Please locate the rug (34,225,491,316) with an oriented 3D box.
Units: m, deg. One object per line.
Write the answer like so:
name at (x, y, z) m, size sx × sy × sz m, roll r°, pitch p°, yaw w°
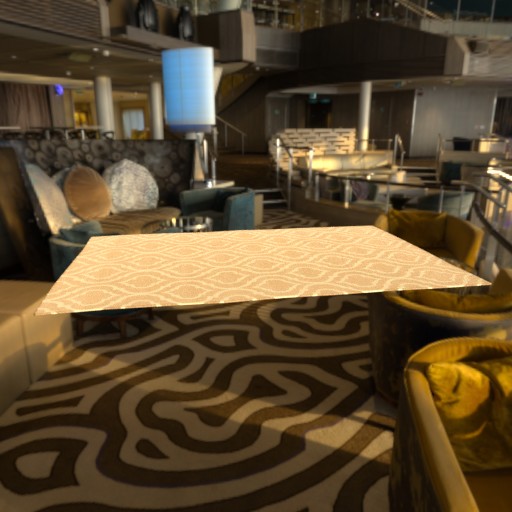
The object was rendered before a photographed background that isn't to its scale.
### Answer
rug at (0.000, 0.000, 2.195) m, size 1.761 × 0.013 × 1.152 m, roll -3°, pitch 16°, yaw -10°
